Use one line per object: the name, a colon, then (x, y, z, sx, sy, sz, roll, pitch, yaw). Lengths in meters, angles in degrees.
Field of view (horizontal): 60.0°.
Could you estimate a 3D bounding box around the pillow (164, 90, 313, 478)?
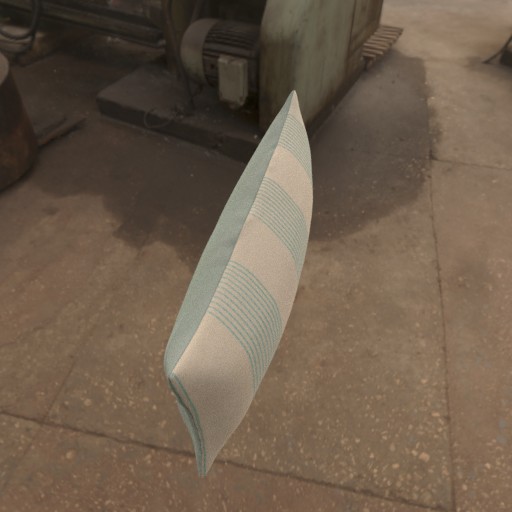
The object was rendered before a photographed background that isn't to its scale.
pillow: (0.000, 0.000, 0.720, 0.151, 0.287, 0.610, 11, 47, 10)
